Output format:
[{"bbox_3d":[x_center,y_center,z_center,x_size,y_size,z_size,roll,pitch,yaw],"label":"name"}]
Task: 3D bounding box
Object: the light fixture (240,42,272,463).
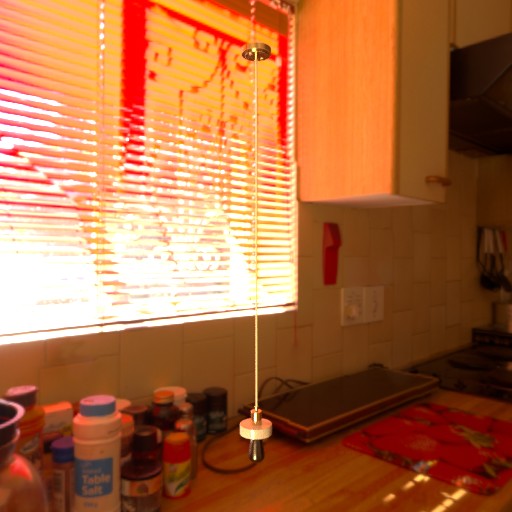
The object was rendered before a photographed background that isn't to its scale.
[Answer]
[{"bbox_3d":[0.000,0.000,1.787,0.129,1.669,0.129,0,0,17],"label":"light fixture"}]
